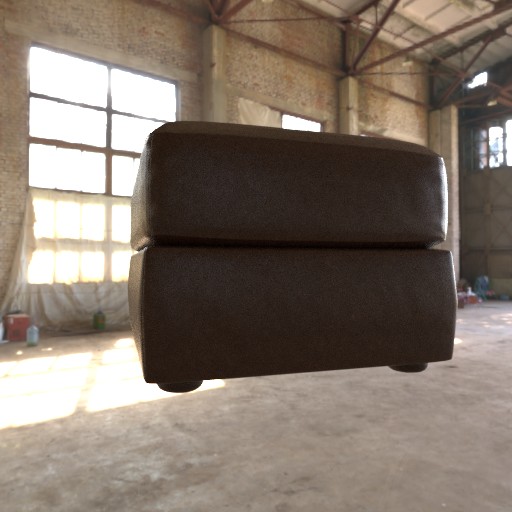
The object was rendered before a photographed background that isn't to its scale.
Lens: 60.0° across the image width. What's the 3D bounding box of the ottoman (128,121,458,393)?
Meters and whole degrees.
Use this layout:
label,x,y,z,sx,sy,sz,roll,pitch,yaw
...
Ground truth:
label,x,y,z,sx,sy,sz,roll,pitch,yaw
ottoman,0.000,0.000,1.112,0.603,0.476,0.751,0,-1,-17
